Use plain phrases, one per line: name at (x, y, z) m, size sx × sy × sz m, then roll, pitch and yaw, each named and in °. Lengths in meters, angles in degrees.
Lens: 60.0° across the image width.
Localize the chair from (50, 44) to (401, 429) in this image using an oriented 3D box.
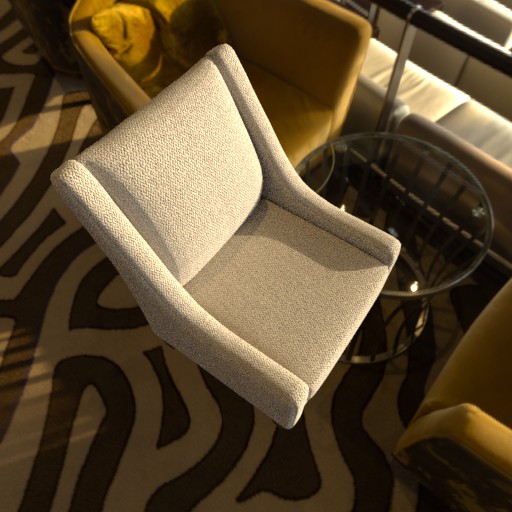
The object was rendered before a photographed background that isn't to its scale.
chair at (0.000, 0.000, 1.629) m, size 0.870 × 1.014 × 0.774 m, roll 31°, pitch 63°, yaw 18°
